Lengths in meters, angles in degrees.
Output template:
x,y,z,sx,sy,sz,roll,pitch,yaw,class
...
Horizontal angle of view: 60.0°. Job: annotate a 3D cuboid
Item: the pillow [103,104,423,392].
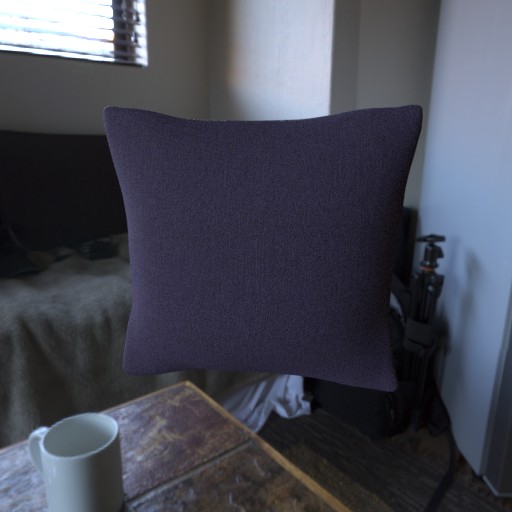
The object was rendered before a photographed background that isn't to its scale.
x,y,z,sx,sy,sz,roll,pitch,yaw,class
0.000,0.000,0.647,0.437,0.419,0.136,2,16,7,pillow
